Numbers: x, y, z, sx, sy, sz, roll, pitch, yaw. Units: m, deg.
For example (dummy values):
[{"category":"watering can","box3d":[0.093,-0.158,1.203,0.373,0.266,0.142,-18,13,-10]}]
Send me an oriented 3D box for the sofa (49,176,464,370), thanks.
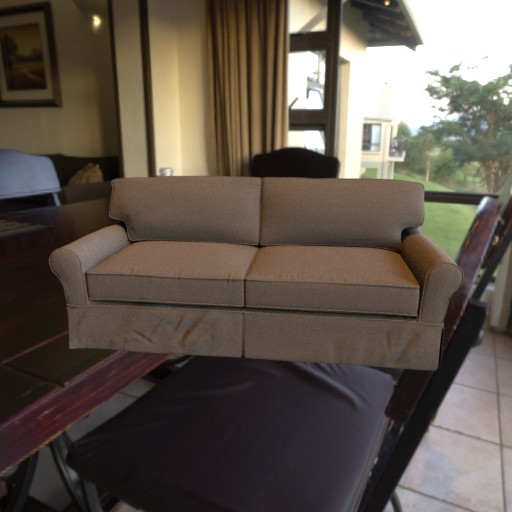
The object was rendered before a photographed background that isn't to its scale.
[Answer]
[{"category":"sofa","box3d":[0.000,0.000,2.811,2.248,0.943,0.991,2,16,7]}]
